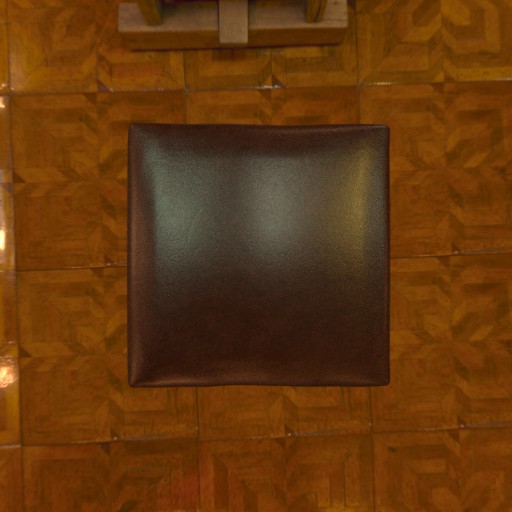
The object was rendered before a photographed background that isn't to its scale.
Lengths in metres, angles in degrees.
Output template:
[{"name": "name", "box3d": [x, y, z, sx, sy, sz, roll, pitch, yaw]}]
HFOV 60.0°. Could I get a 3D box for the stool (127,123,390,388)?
[{"name": "stool", "box3d": [0.000, 0.000, 0.968, 0.382, 0.768, 0.383, 0, 90, -1]}]
